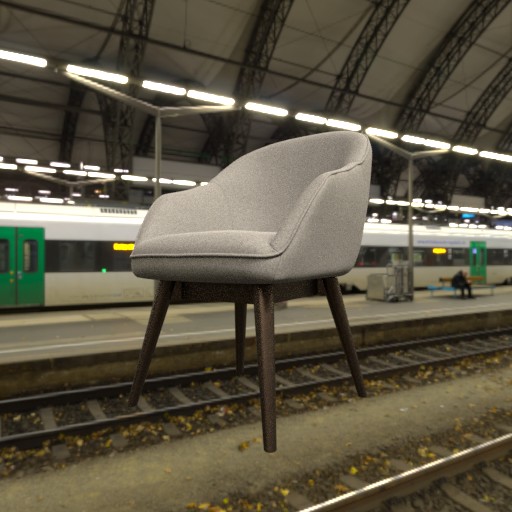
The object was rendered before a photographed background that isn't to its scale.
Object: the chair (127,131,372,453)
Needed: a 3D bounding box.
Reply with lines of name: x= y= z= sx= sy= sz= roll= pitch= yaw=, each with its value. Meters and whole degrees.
chair: x=0.000 y=0.000 z=1.261 sx=0.589 sy=0.810 sz=0.611 roll=0 pitch=-1 yaw=38
